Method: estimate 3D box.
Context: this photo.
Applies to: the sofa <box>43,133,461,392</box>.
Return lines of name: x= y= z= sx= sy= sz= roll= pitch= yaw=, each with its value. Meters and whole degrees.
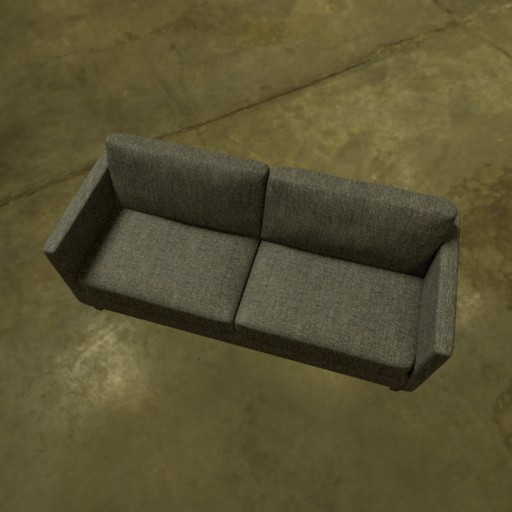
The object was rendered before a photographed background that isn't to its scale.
sofa: x=0.000 y=0.000 z=2.700 sx=2.208 sy=0.960 sz=0.948 roll=14 pitch=59 yaw=8
